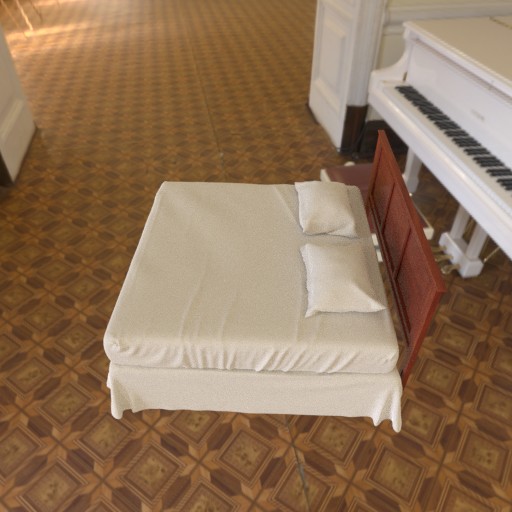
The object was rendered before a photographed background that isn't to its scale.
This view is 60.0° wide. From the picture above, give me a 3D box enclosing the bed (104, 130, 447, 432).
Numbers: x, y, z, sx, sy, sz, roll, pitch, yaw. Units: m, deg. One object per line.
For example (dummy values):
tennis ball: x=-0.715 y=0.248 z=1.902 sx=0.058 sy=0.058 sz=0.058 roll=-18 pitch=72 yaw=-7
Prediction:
bed: x=0.000 y=0.000 z=3.627 sx=2.219 sy=1.271 sz=2.314 roll=2 pitch=41 yaw=2
